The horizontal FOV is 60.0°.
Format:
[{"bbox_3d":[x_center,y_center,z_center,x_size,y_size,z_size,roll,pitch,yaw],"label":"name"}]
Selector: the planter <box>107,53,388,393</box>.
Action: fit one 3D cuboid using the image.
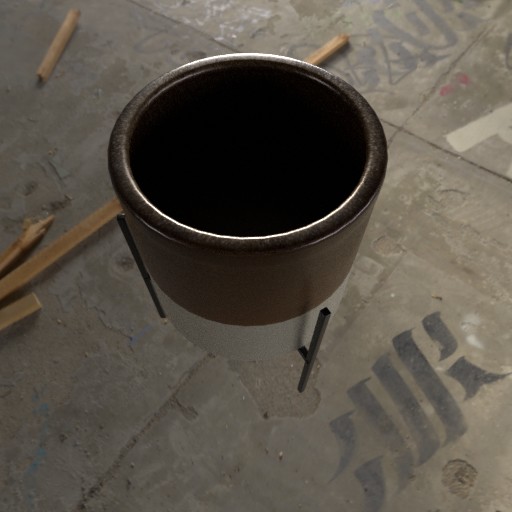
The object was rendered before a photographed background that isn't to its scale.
[{"bbox_3d":[0.000,0.000,0.544,0.255,0.375,0.269,-28,62,-16],"label":"planter"}]
